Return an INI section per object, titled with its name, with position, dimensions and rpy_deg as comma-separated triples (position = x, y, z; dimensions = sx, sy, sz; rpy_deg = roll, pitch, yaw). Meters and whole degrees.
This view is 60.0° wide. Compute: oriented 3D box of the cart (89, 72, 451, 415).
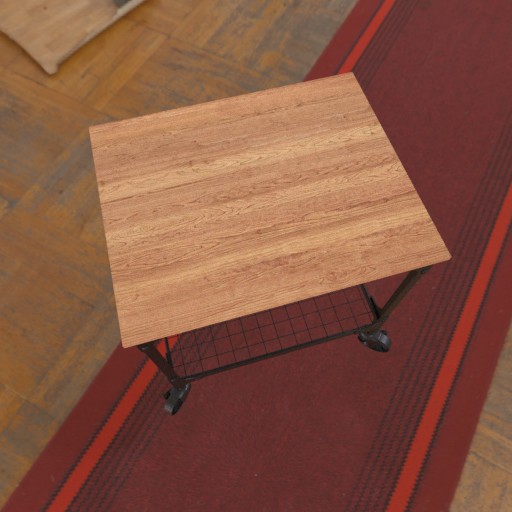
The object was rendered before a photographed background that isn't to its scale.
[cart]
position = 0.000, 0.000, 1.127
dimensions = 0.666, 0.603, 0.558
rpy_deg = -14, 65, -7
